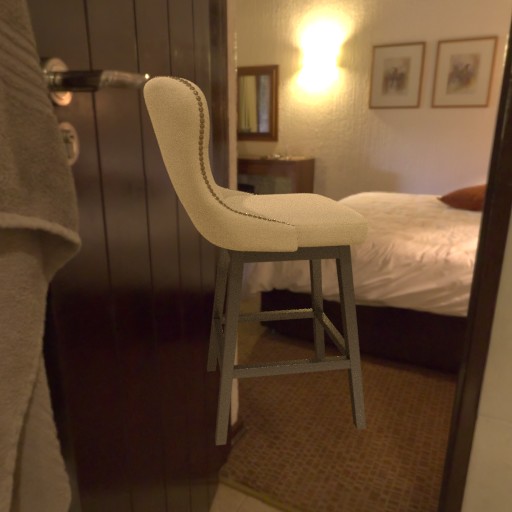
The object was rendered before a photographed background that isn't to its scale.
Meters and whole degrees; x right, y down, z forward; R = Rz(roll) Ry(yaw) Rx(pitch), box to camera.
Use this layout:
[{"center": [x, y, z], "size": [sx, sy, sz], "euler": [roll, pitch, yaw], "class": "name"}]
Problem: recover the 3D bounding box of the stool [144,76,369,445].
[{"center": [0.000, 0.000, 1.333], "size": [0.593, 0.971, 0.528], "euler": [-3, 16, -9], "class": "stool"}]
